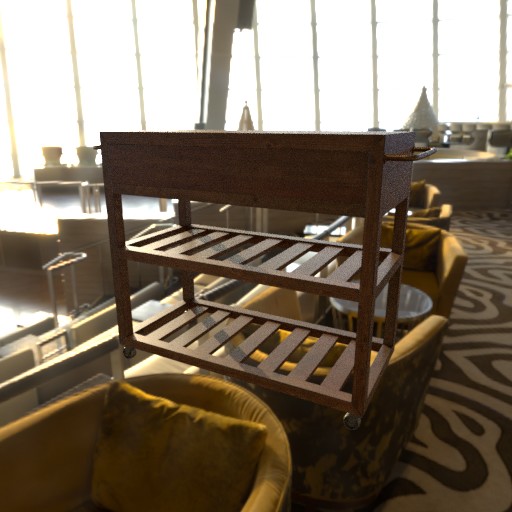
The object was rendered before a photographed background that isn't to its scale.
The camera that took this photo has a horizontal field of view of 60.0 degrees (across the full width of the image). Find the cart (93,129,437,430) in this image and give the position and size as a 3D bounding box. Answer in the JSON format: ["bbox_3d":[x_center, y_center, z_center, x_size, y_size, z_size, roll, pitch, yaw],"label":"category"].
[{"bbox_3d":[0.000,0.000,1.532,1.065,0.830,0.445,9,19,27],"label":"cart"}]
